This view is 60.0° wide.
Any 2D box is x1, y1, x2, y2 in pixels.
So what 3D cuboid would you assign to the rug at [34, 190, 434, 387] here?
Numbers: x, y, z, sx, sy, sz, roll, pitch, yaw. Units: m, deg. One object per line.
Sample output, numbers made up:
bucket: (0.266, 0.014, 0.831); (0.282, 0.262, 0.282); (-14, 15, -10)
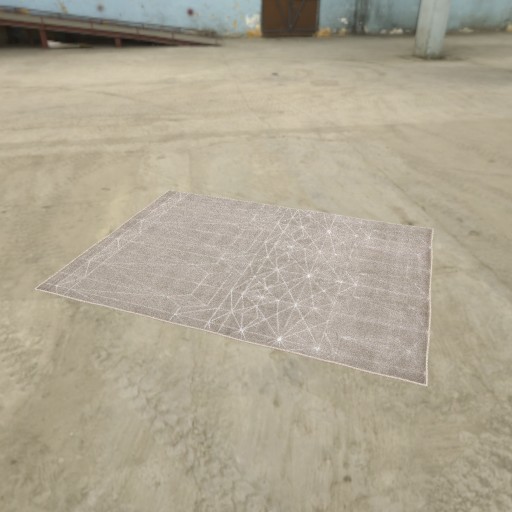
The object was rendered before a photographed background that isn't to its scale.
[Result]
rug: (0.000, 0.000, 4.466); (3.357, 0.019, 2.449); (11, 33, 17)
